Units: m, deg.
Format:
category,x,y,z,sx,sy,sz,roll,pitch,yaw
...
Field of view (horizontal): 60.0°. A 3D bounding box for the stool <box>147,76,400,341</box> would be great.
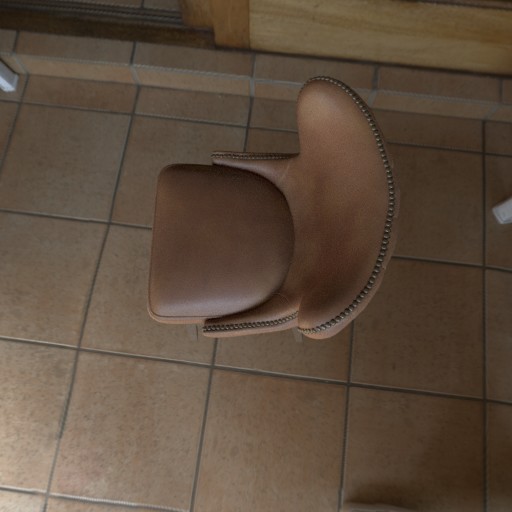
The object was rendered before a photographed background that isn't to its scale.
category,x,y,z,sx,sy,sz,roll,pitch,yaw
stool,0.000,0.000,1.430,0.606,1.087,0.591,1,75,0
